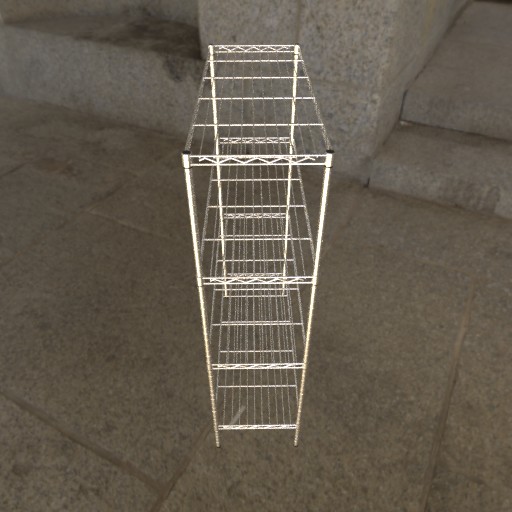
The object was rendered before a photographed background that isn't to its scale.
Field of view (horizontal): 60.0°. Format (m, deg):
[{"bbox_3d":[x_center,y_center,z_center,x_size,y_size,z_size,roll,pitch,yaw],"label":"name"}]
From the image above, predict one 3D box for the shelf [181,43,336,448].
[{"bbox_3d":[0.000,0.000,1.781,0.352,1.360,0.907,0,40,-1],"label":"shelf"}]
